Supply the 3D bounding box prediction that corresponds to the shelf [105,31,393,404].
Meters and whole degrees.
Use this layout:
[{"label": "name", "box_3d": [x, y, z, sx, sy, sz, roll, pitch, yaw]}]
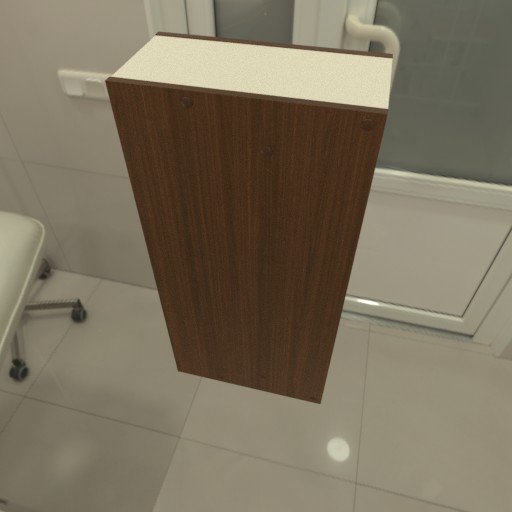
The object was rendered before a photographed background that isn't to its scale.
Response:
[{"label": "shelf", "box_3d": [0.000, 0.000, 0.703, 0.290, 0.600, 0.147, 10, 47, 10]}]
